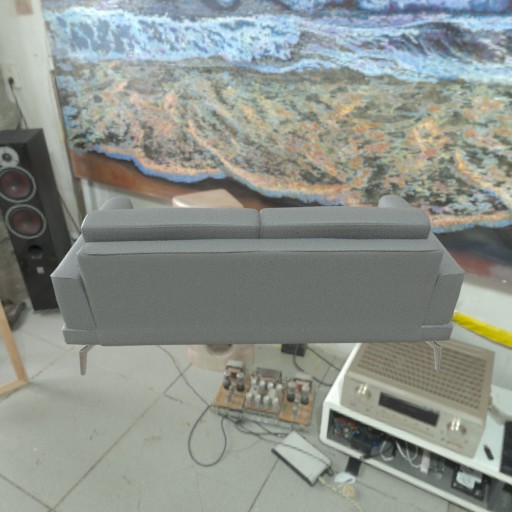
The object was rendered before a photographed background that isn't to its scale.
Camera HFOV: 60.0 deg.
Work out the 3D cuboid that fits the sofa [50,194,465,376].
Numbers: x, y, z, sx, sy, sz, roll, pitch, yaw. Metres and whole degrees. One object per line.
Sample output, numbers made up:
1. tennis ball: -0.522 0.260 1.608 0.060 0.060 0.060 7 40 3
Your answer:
1. sofa: 0.000 0.000 2.773 2.177 0.930 1.121 0 29 -1
